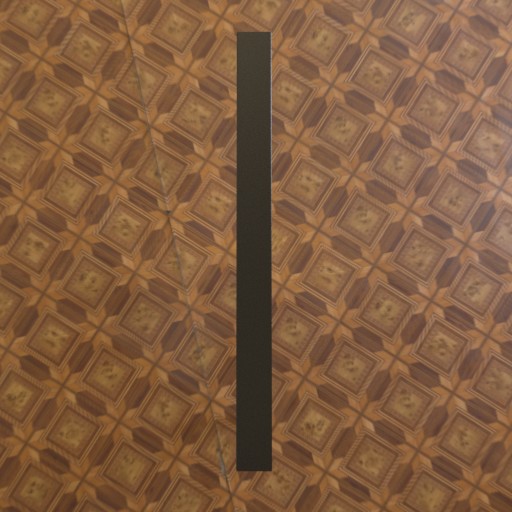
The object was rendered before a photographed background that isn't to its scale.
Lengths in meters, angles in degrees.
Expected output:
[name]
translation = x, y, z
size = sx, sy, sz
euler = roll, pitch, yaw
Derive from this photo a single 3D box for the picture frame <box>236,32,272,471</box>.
[picture frame]
translation = 0.000, 0.000, 0.534
size = 0.029, 0.353, 0.355
euler = 0, 88, 1
